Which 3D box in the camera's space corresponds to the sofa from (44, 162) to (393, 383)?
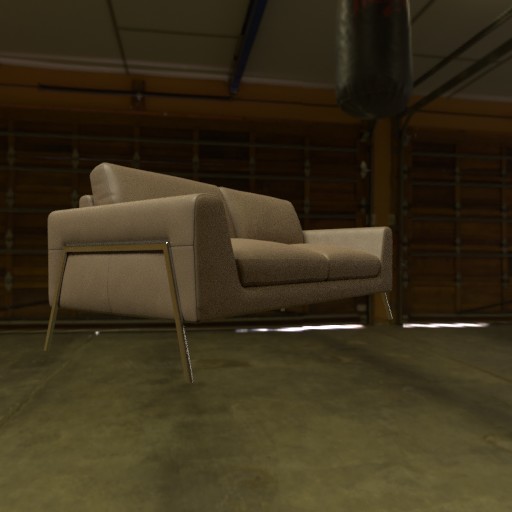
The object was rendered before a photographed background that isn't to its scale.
[{"bbox_3d":[0.000,0.000,2.567,0.953,0.875,2.017,-1,-1,36],"label":"sofa"}]
